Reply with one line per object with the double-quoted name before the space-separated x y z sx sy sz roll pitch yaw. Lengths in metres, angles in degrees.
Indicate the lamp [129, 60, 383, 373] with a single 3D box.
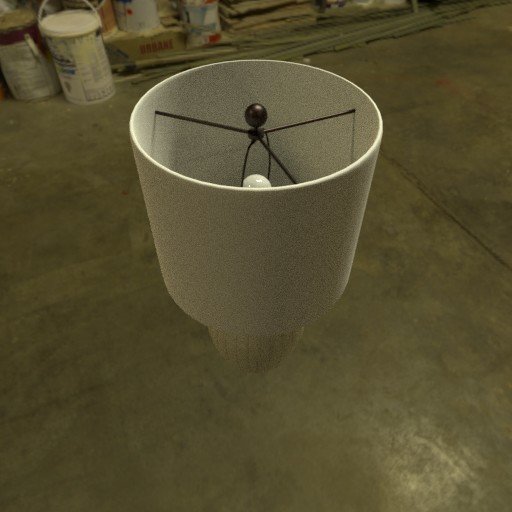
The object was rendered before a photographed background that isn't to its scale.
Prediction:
"lamp" 0.000 0.000 0.780 0.329 0.570 0.329 16 49 15
